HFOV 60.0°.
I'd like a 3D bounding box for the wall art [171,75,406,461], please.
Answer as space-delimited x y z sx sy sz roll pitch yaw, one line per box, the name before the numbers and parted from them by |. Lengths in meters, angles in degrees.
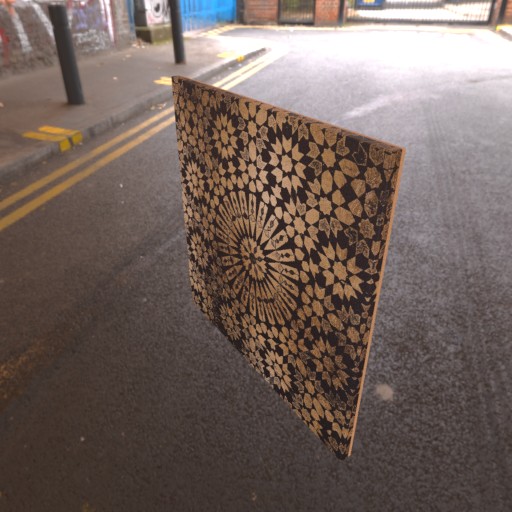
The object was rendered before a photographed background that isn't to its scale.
wall art | 0.000 0.000 1.359 0.038 0.914 0.914 -20 37 -29
